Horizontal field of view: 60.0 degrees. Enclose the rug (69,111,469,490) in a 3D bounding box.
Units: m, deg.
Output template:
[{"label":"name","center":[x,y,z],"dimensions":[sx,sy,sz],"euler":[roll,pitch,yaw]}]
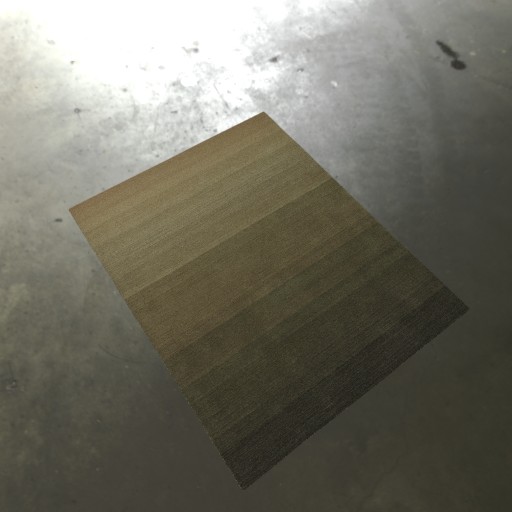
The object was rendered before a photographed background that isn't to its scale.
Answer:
[{"label":"rug","center":[0.000,0.000,3.970],"dimensions":[2.315,0.015,2.932],"euler":[-32,64,-17]}]
